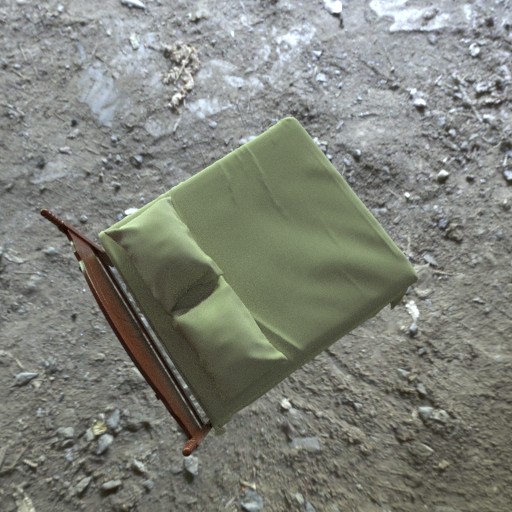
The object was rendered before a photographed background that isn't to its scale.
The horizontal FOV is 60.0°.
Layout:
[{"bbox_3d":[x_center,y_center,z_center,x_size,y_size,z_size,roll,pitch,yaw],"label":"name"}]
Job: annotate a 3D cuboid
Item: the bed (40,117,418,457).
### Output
[{"bbox_3d":[0.000,0.000,3.247,2.040,1.356,1.873,-33,78,-8],"label":"bed"}]
